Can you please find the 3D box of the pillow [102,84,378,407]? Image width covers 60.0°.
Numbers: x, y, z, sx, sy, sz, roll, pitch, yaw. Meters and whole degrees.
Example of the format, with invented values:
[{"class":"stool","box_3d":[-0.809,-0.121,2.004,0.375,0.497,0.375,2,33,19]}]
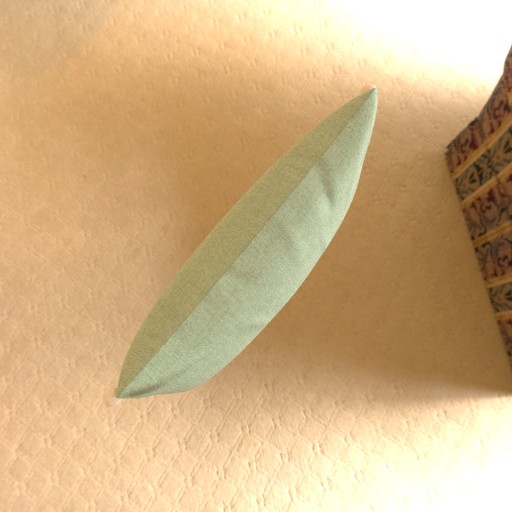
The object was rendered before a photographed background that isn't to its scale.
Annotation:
[{"class":"pillow","box_3d":[0.000,0.000,0.850,0.201,0.322,0.709,38,80,8]}]
